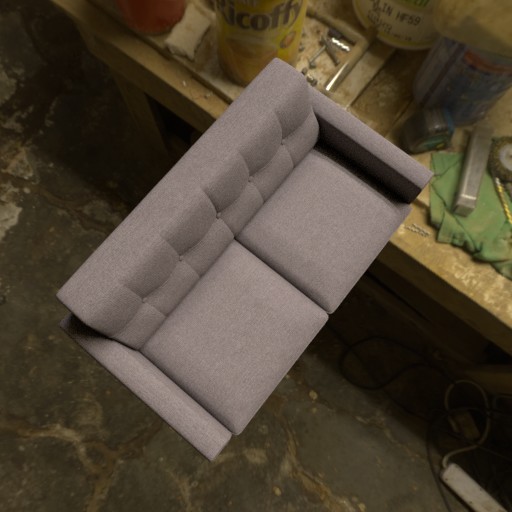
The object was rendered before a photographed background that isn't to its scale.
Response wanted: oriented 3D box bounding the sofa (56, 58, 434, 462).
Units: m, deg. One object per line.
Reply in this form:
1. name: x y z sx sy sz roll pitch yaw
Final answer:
1. sofa: 0.000 0.000 2.139 0.909 0.841 1.631 38 79 8
